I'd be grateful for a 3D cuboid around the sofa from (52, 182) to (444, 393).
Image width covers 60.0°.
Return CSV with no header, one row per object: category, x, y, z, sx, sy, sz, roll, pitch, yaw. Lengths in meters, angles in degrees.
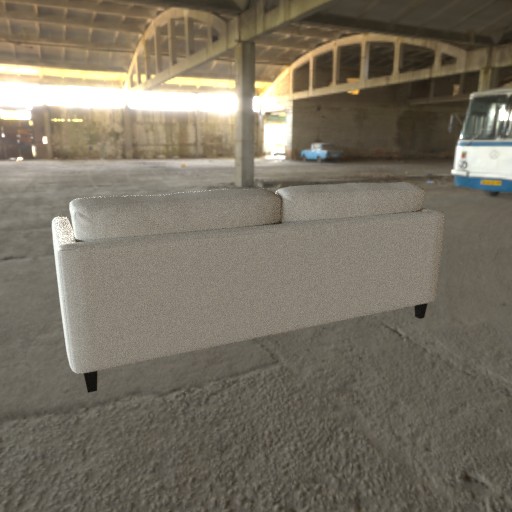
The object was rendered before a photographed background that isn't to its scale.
sofa,0.000,0.000,2.960,2.434,0.965,0.948,-7,16,-25
